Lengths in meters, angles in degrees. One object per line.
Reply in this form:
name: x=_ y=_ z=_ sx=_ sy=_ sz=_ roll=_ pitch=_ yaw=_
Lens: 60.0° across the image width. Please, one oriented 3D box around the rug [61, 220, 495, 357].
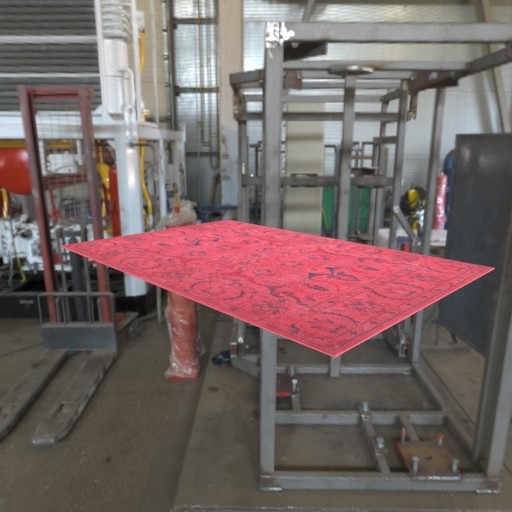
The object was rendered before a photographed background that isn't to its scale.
rug: x=0.000 y=0.000 z=2.196 sx=1.209 sy=0.008 sz=1.814 roll=-14 pitch=20 yaw=-43
